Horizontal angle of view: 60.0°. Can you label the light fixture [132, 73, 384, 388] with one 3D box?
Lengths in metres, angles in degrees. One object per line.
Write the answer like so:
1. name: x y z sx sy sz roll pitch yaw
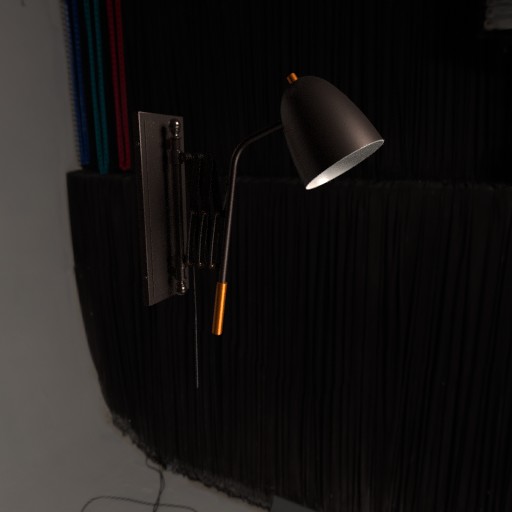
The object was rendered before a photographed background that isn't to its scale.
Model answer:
1. light fixture: 0.000 0.000 0.941 0.499 0.715 0.162 7 14 26
